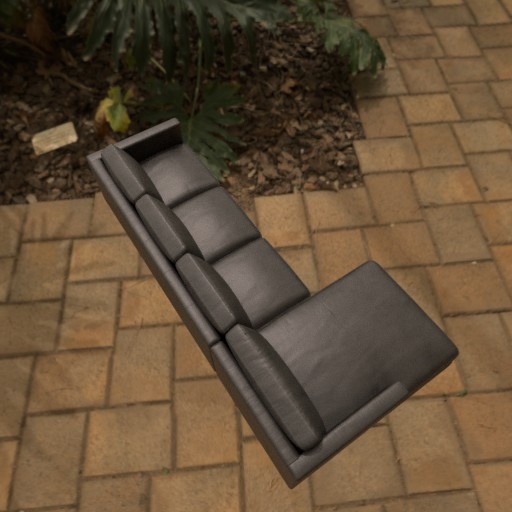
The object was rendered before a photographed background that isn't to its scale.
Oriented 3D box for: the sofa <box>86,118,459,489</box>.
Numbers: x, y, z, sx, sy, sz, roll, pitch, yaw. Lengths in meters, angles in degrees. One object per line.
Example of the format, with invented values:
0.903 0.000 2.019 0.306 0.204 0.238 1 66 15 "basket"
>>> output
0.000 0.000 3.809 1.581 0.883 3.203 -30 63 -17 "sofa"
